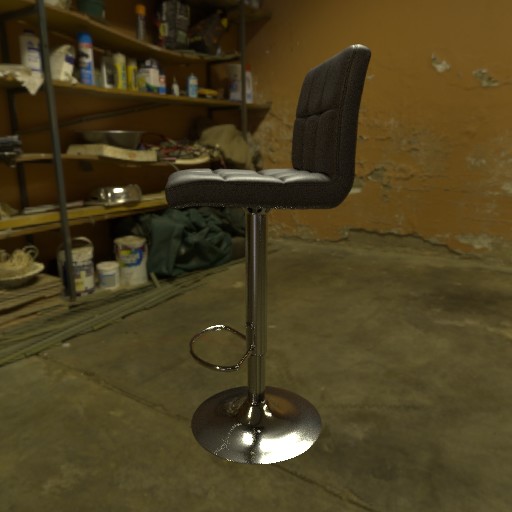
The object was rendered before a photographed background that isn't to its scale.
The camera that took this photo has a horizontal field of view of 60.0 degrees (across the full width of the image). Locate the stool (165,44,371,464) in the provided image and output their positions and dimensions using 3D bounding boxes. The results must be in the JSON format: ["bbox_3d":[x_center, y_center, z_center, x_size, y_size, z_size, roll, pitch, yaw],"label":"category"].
[{"bbox_3d":[0.000,0.000,1.323,0.505,1.115,0.430,-2,14,-9],"label":"stool"}]
